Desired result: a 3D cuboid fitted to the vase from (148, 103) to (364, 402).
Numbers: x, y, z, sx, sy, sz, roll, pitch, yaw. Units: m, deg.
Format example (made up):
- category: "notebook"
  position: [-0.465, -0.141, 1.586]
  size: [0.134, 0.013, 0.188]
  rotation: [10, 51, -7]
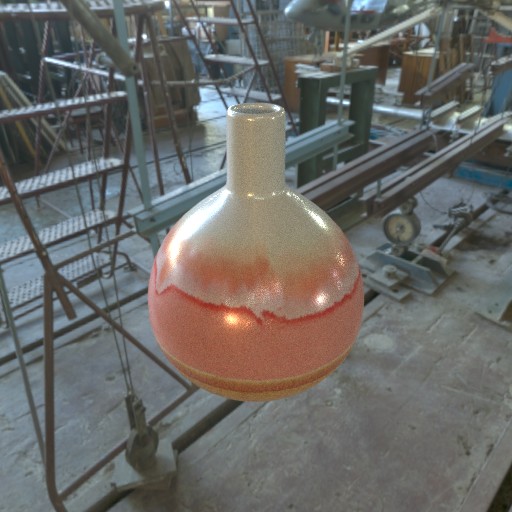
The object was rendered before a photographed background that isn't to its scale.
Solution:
- category: "vase"
  position: [0.000, 0.000, 0.272]
  size: [0.137, 0.176, 0.137]
  rotation: [0, 31, 0]
